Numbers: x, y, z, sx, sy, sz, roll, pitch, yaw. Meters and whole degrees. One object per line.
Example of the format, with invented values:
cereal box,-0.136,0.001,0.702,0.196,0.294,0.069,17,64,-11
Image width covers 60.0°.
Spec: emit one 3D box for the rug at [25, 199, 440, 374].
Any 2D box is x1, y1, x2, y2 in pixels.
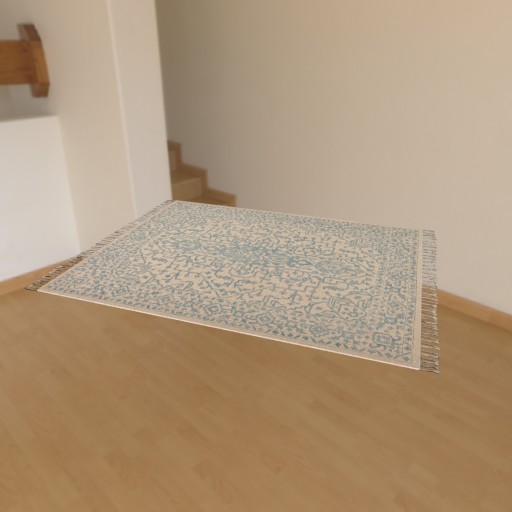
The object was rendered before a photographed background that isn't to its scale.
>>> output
rug,0.000,0.000,4.302,3.327,0.010,2.464,9,27,17
